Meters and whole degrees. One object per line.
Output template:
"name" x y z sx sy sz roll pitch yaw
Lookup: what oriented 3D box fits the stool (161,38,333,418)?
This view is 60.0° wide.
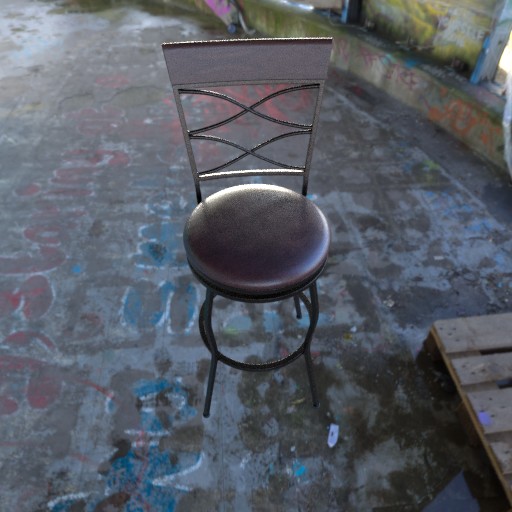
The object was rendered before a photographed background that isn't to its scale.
"stool" 0.000 0.000 1.396 0.448 1.130 0.513 -4 46 -3
